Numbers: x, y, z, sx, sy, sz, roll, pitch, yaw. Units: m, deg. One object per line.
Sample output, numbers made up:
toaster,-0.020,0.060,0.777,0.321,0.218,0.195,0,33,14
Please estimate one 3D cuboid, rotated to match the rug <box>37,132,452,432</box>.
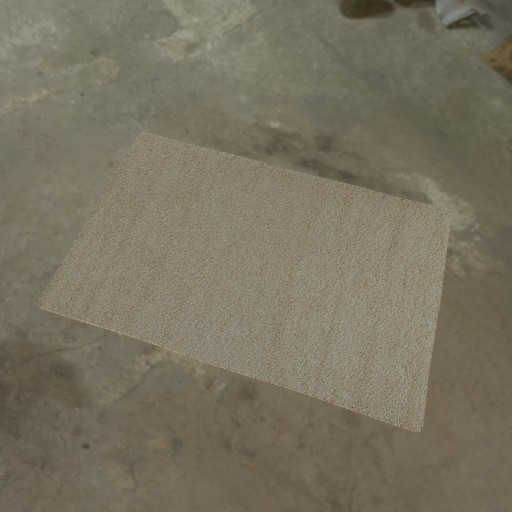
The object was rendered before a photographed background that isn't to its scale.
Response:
rug,0.000,0.000,2.875,2.349,0.026,1.500,16,63,8
